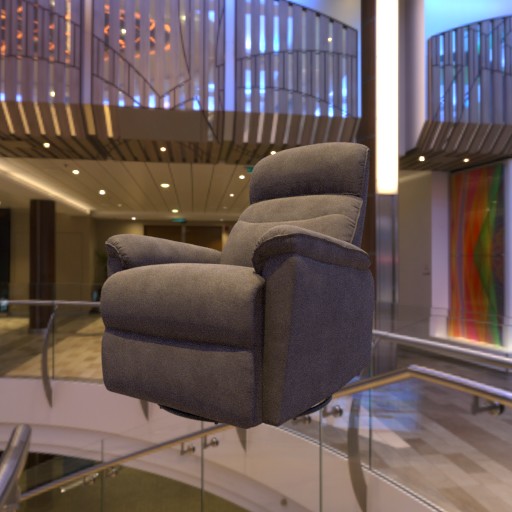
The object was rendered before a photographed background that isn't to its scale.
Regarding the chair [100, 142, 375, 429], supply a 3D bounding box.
[{"bbox_3d":[0.000,0.000,1.734,0.830,1.036,1.009,-1,-1,36],"label":"chair"}]
